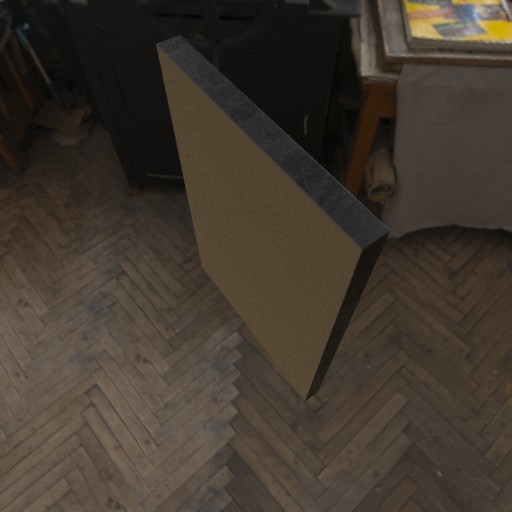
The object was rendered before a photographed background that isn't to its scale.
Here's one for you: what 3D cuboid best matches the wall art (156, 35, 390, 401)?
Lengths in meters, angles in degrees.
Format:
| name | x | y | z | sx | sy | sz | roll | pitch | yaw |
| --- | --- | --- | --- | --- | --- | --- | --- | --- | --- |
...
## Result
| name | x | y | z | sx | sy | sz | roll | pitch | yaw |
| --- | --- | --- | --- | --- | --- | --- | --- | --- | --- |
| wall art | 0.000 | 0.000 | 0.594 | 0.031 | 0.457 | 0.313 | -32 | 63 | -18 |
